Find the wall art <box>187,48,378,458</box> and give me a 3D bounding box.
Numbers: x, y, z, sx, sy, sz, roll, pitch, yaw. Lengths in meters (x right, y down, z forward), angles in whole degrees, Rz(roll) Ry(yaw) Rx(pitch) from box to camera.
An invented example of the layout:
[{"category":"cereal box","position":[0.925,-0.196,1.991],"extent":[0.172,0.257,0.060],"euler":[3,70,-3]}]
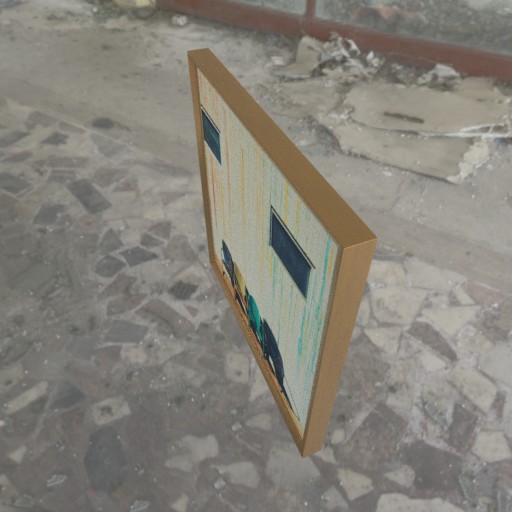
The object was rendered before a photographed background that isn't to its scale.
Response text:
[{"category":"wall art","position":[0.000,0.000,0.752],"extent":[0.037,0.505,0.505],"euler":[-16,48,-16]}]
